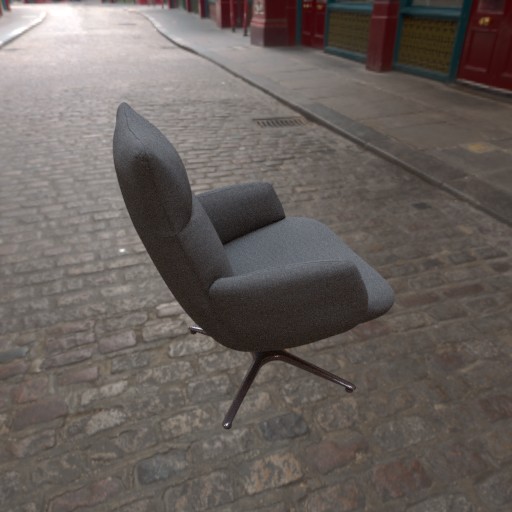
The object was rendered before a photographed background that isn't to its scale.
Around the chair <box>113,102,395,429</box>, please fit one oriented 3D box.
[{"bbox_3d":[0.000,0.000,1.535,0.831,0.984,0.702,-10,32,-17],"label":"chair"}]
